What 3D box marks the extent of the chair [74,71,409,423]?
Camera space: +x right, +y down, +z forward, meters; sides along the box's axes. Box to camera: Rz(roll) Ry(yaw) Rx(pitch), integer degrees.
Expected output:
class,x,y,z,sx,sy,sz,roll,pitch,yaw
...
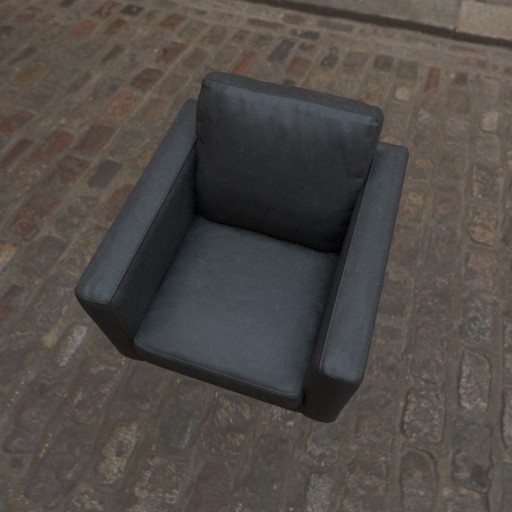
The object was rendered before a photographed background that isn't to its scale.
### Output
class,x,y,z,sx,sy,sz,roll,pitch,yaw
chair,0.000,0.000,1.548,0.831,0.898,0.879,16,60,9
